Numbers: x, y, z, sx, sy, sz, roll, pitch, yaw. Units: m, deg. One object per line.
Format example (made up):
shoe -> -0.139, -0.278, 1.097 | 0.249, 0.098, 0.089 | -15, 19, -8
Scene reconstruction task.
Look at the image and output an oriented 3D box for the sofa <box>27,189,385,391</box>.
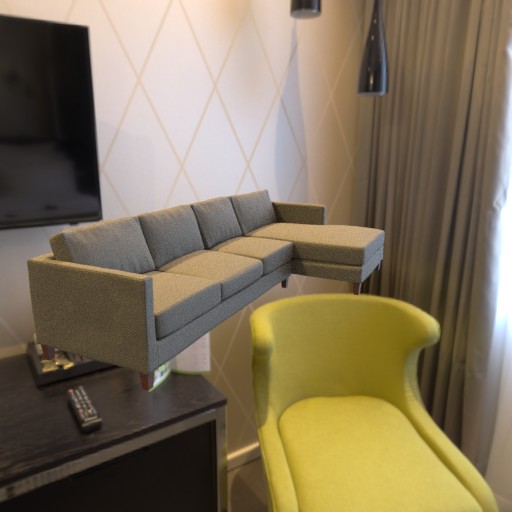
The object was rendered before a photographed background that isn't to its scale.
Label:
sofa -> 0.000, 0.000, 3.829 | 1.625, 0.861, 3.186 | 7, 16, 25
